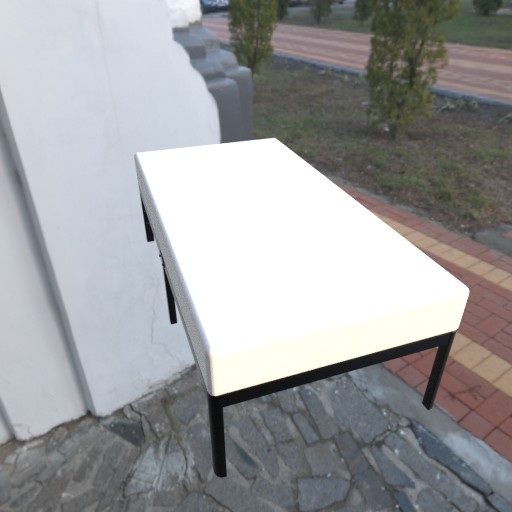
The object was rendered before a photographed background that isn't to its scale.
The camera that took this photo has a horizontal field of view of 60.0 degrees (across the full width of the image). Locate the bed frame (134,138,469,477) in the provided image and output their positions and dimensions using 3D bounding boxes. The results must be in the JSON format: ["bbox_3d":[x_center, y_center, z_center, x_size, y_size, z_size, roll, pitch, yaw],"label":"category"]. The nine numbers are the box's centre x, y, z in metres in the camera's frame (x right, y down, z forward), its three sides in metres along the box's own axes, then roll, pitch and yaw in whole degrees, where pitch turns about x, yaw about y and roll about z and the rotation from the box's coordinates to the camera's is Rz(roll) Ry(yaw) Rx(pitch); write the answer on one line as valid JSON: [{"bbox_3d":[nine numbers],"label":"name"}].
[{"bbox_3d":[0.000,0.000,2.427,1.023,0.659,1.950,-11,33,-16],"label":"bed frame"}]
